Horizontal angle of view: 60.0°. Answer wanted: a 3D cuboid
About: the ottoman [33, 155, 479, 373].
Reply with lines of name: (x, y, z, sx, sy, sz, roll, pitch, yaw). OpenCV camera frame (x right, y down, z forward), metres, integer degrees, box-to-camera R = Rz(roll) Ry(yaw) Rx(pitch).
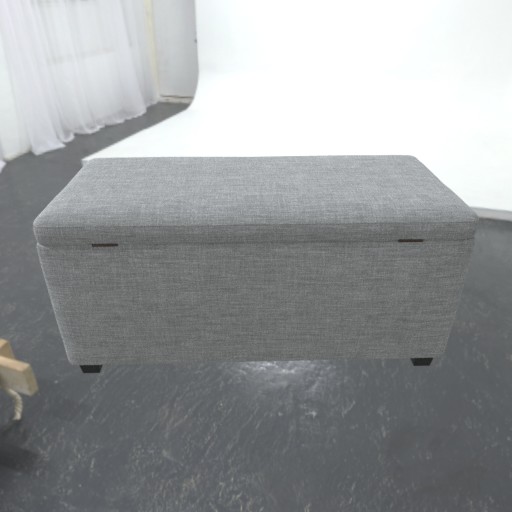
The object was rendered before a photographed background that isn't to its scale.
ottoman: (0.000, 0.000, 1.120, 0.902, 0.432, 0.419, -1, 30, -2)
